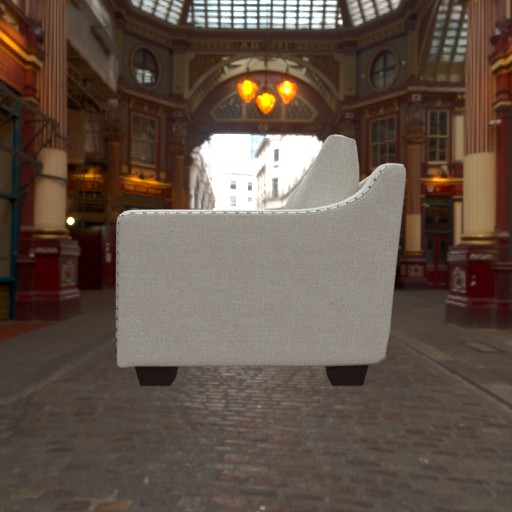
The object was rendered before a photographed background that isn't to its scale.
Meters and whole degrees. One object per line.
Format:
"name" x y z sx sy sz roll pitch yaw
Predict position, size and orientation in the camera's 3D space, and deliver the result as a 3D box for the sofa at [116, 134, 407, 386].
"sofa" 0.000 0.000 2.663 1.104 0.983 2.107 0 0 0
